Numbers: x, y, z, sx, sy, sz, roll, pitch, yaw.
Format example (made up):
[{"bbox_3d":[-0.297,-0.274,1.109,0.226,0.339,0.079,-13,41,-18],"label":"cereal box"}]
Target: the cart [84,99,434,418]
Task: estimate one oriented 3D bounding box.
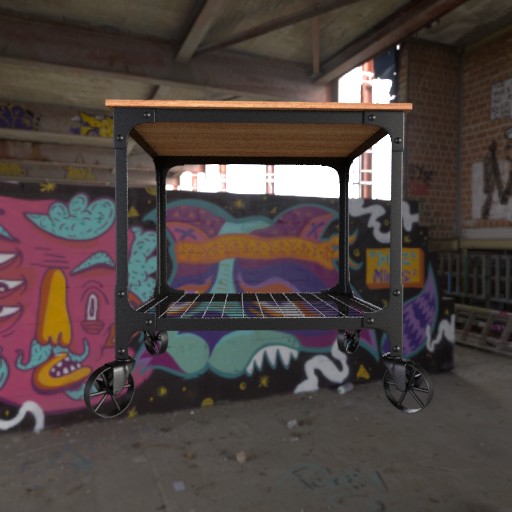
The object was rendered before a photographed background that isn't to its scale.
[{"bbox_3d":[0.000,0.000,1.096,0.666,0.603,0.558,0,1,-2],"label":"cart"}]
